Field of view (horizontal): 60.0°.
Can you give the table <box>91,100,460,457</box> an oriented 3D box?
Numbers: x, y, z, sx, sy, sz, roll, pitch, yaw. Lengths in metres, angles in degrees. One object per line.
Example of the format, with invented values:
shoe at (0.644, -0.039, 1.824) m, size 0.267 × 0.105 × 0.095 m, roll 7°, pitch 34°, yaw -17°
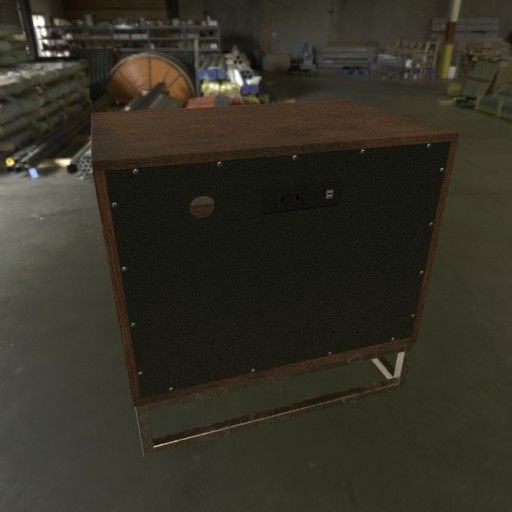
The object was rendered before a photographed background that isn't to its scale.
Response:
table at (0.000, 0.000, 1.255) m, size 0.767 × 0.746 × 0.542 m, roll -9°, pitch 29°, yaw -16°
